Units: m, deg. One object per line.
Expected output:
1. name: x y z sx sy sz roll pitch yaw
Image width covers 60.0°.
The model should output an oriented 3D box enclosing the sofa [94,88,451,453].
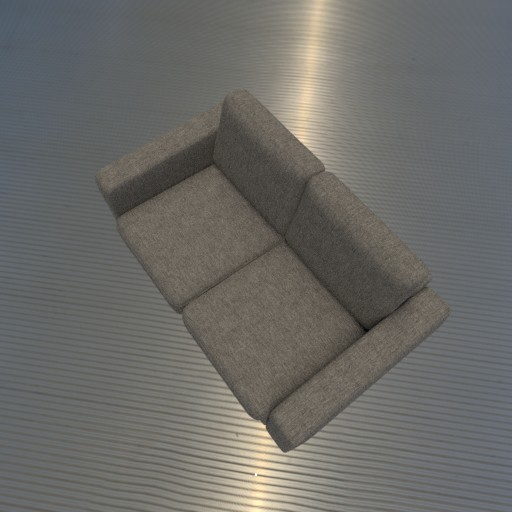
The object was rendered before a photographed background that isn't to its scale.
1. sofa: 0.000 0.000 2.084 0.900 0.800 1.520 -34 69 -16
